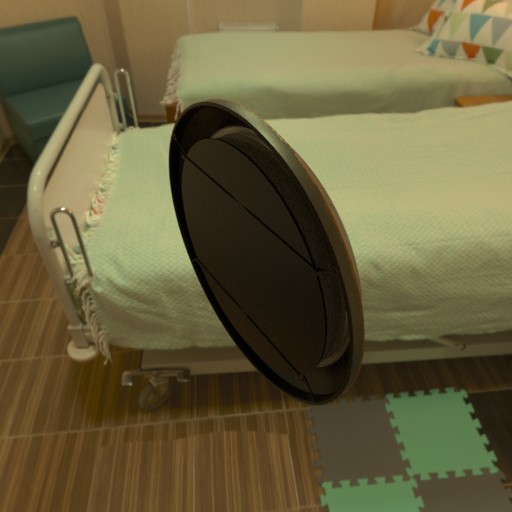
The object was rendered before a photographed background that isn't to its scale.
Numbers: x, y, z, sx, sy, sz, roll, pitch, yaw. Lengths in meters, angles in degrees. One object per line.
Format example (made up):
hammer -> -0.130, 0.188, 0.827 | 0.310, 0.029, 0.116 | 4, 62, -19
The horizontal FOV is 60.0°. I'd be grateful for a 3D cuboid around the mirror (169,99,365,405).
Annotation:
mirror -> 0.000, 0.000, 1.312 | 0.111, 0.907, 0.907 | -25, 47, -25
